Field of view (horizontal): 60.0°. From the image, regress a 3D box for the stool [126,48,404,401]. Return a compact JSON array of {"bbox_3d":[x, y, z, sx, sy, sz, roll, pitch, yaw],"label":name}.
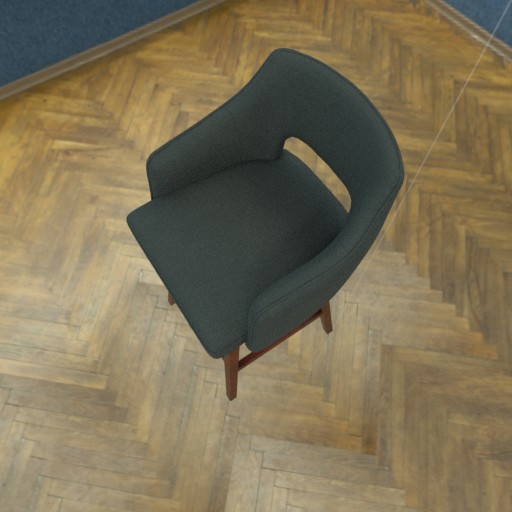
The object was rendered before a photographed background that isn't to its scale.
[{"bbox_3d":[0.000,0.000,1.327,0.558,1.012,0.548,-31,68,-14],"label":"stool"}]
